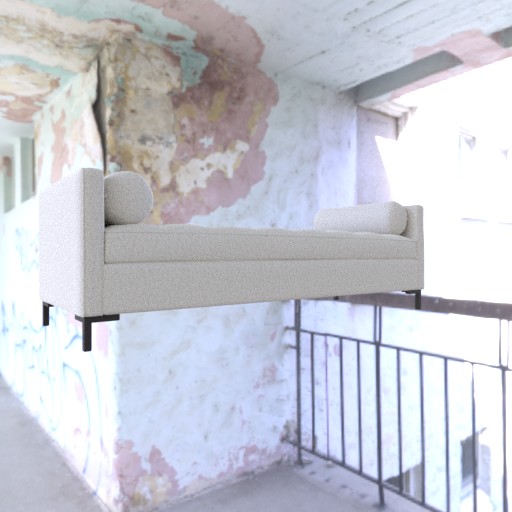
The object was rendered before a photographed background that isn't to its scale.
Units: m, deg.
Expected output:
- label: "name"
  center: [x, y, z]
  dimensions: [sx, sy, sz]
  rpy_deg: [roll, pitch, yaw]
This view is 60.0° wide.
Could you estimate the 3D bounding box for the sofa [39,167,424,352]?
- label: "sofa"
  center: [0.000, 0.000, 2.349]
  dimensions: [1.985, 0.641, 0.746]
  rpy_deg: [0, 0, -36]
